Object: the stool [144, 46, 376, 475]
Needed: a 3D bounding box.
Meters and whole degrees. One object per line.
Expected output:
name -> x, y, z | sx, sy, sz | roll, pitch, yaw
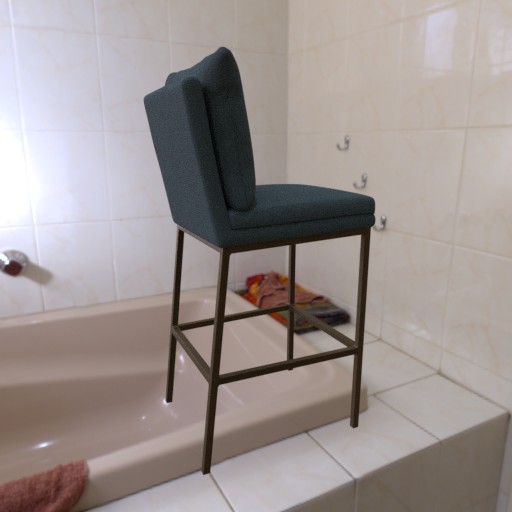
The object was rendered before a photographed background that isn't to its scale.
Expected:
stool -> 0.000, 0.000, 1.410 | 0.568, 1.124, 0.463 | -7, 16, -25
